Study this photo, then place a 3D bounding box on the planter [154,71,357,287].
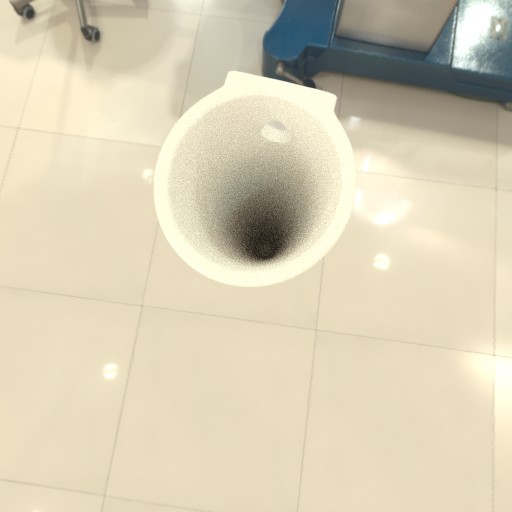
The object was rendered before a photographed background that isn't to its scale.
[{"bbox_3d":[0.000,0.000,0.219,0.057,0.193,0.064,14,77,3],"label":"planter"}]
